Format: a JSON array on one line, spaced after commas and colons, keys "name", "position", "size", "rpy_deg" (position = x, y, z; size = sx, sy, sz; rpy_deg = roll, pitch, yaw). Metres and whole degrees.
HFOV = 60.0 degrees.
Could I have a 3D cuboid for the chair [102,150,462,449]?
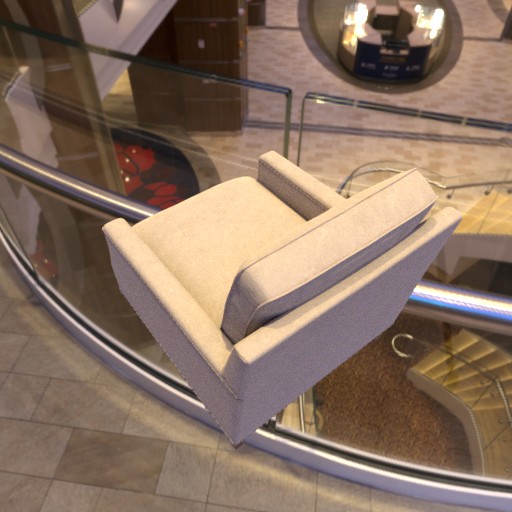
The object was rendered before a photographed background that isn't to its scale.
[{"name": "chair", "position": [0.000, 0.000, 1.700], "size": [0.853, 0.943, 1.014], "rpy_deg": [-29, 53, -25]}]
